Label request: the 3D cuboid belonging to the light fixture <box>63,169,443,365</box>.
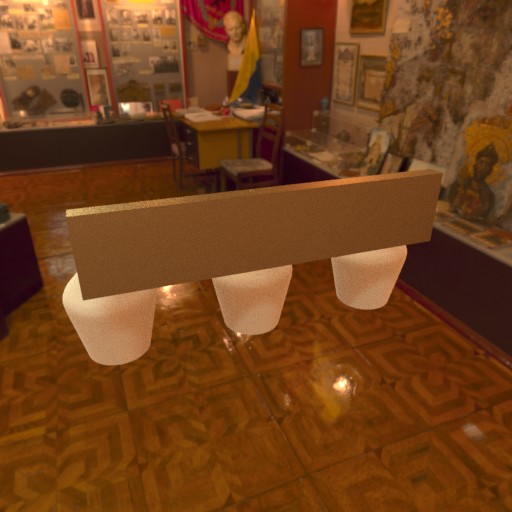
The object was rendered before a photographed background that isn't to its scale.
[{"bbox_3d":[0.000,0.000,0.732,0.609,0.280,0.190,-9,28,-18],"label":"light fixture"}]
